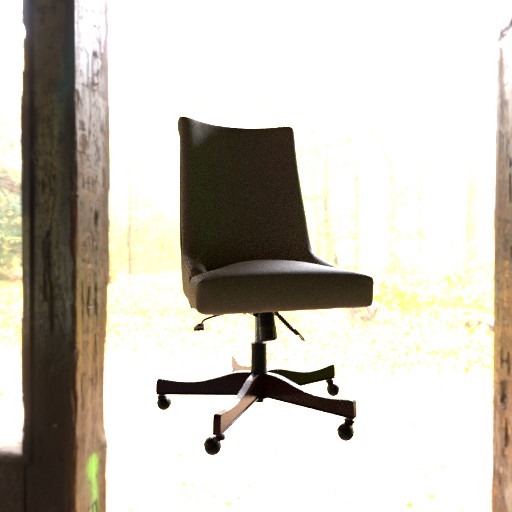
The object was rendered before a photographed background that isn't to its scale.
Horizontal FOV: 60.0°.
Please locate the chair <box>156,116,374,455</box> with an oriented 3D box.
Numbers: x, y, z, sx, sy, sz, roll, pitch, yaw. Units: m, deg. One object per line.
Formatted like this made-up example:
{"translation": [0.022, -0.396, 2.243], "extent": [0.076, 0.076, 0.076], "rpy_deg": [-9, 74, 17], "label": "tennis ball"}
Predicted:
{"translation": [0.000, 0.000, 1.472], "extent": [0.645, 1.010, 0.696], "rpy_deg": [0, 1, -19], "label": "chair"}
